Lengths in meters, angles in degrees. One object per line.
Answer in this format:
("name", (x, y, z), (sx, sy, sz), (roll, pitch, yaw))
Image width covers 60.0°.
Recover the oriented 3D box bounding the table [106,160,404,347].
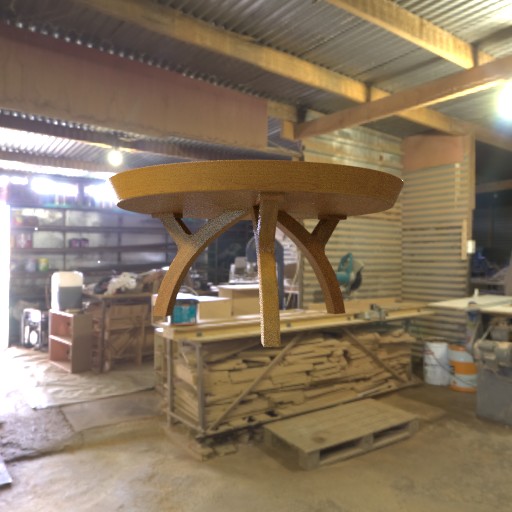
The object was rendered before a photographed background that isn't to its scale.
("table", (0.000, 0.000, 1.580), (1.016, 0.470, 1.016), (0, 0, 0))
